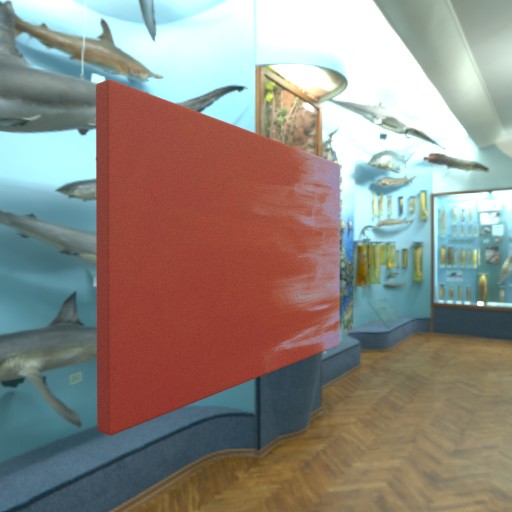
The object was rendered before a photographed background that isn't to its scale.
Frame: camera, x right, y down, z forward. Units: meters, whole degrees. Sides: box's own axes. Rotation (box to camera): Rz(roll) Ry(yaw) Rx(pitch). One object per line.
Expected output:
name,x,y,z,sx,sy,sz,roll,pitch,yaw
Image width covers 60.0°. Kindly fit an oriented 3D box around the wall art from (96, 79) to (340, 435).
wall art,0.000,0.000,1.134,0.040,0.609,0.913,0,1,36
